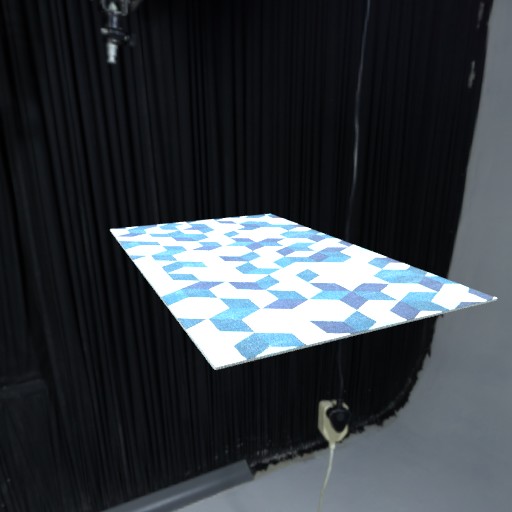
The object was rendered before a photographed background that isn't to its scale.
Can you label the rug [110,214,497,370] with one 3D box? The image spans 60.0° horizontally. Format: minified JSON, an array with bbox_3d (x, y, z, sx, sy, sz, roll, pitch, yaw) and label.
[{"bbox_3d":[0.000,0.000,2.961,1.518,0.015,2.438,-8,18,-25],"label":"rug"}]
